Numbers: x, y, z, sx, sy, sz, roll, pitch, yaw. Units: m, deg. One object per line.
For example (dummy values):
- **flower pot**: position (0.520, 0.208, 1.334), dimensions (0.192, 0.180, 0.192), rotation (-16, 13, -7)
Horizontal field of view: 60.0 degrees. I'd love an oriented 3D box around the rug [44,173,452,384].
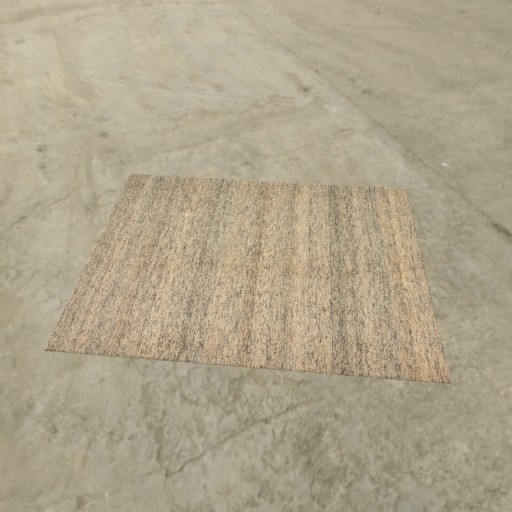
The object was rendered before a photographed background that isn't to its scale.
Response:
- **rug**: position (0.000, 0.000, 4.288), dimensions (3.199, 0.036, 2.414), rotation (4, 46, 4)
